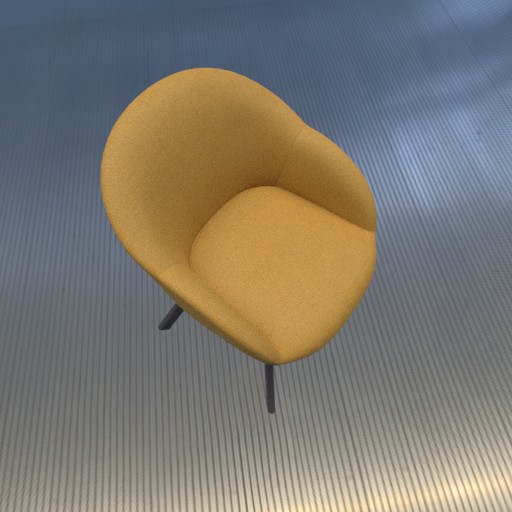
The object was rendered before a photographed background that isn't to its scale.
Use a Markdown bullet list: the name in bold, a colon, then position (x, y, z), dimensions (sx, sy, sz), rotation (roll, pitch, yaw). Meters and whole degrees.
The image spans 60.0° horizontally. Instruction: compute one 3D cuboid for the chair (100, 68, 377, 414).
- **chair**: position (0.000, 0.000, 1.183), dimensions (0.583, 0.793, 0.551), rotation (32, 64, 18)
